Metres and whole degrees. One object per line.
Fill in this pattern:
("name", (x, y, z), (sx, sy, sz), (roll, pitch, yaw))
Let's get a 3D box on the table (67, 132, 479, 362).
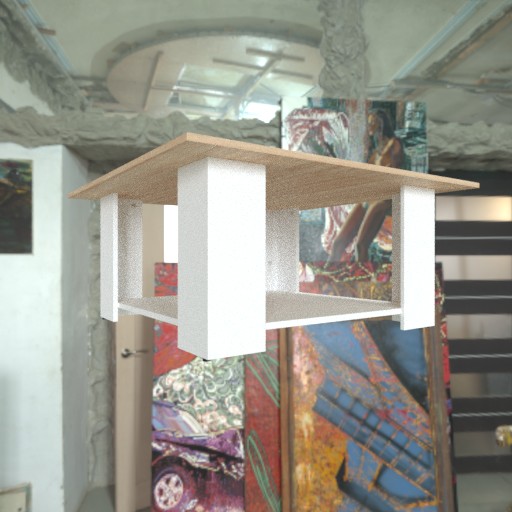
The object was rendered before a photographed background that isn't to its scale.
("table", (0.000, 0.000, 1.009), (0.670, 0.305, 0.670), (0, 0, -35))
